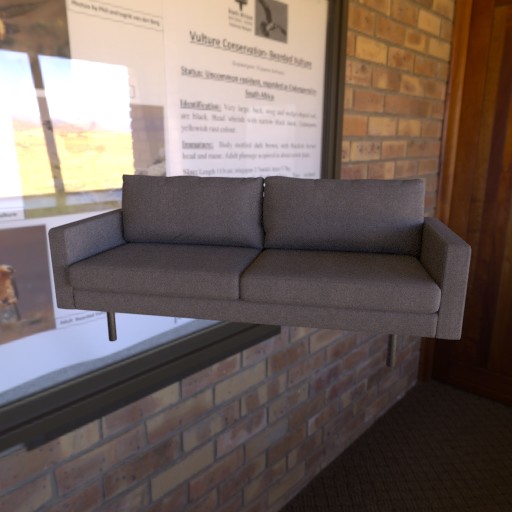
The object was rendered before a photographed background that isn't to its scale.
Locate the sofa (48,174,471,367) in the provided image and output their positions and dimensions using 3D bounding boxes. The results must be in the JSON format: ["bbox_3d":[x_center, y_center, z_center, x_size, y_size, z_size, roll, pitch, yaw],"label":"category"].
[{"bbox_3d":[0.000,0.000,2.573,2.100,0.880,0.880,3,15,11],"label":"sofa"}]
